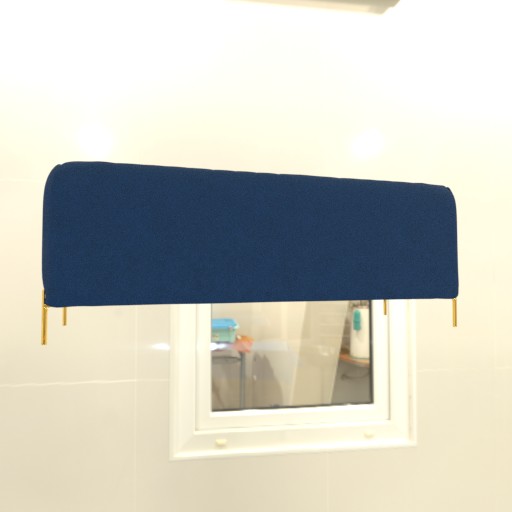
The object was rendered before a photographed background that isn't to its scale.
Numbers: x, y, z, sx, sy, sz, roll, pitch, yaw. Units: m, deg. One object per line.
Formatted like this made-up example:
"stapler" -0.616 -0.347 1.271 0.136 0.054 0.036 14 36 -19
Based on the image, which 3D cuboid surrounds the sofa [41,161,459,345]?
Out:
"sofa" 0.000 0.000 2.541 2.136 0.793 0.896 1 -2 -17
